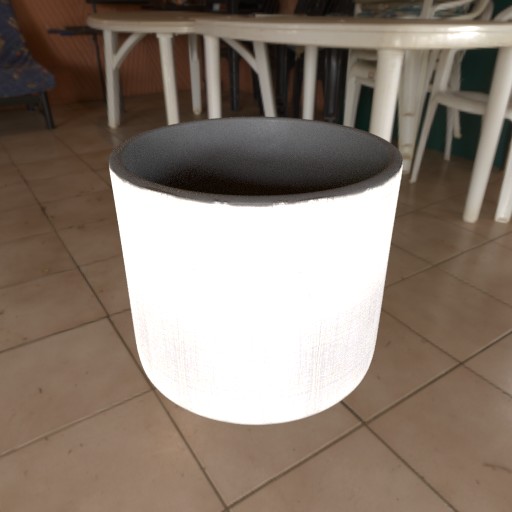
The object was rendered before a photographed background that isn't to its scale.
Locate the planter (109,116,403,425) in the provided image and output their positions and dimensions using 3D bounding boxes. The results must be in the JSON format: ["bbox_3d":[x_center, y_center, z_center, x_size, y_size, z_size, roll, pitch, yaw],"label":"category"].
[{"bbox_3d":[0.000,0.000,0.443,0.254,0.221,0.254,0,29,0],"label":"planter"}]
